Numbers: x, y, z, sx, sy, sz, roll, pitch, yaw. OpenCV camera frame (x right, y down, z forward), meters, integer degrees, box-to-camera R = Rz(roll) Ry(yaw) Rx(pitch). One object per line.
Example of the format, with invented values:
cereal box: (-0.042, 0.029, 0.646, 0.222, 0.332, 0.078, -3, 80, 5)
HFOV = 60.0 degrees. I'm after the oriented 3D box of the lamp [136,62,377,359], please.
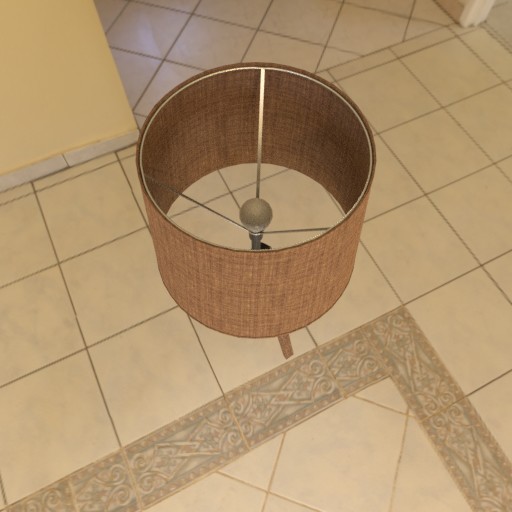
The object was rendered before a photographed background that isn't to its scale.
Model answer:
lamp: (0.000, 0.000, 0.689, 0.290, 0.514, 0.290, 0, 64, 0)
